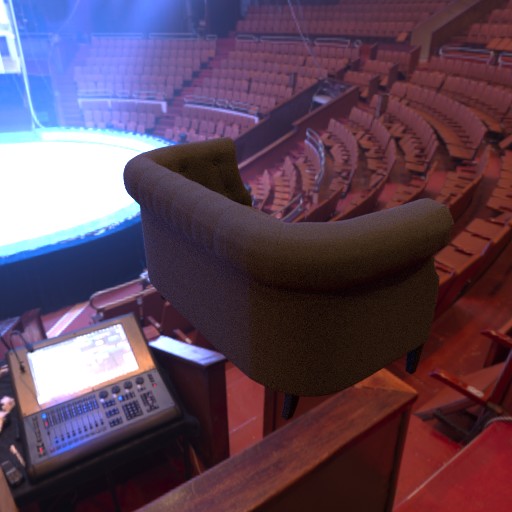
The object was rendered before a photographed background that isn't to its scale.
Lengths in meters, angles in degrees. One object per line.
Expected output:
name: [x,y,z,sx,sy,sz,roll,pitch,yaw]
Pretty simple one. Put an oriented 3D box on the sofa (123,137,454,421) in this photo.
sofa: [0.000,0.000,2.088,0.835,0.827,1.558,-18,32,-32]
